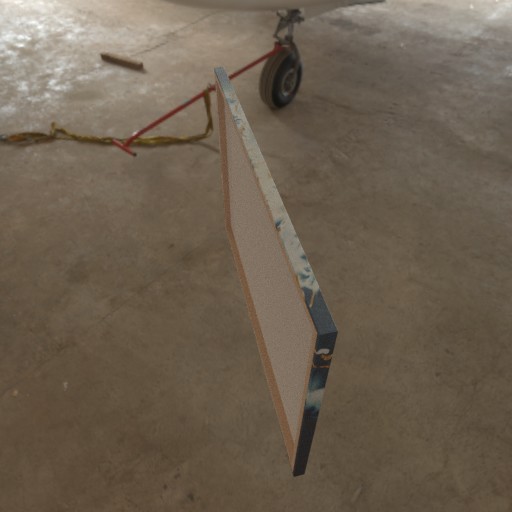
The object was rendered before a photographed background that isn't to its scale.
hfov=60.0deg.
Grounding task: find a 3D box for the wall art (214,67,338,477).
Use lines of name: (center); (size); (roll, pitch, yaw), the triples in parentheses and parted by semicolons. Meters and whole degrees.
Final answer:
wall art: (0.000, 0.000, 1.446); (0.035, 0.759, 1.138); (-10, 47, -9)
